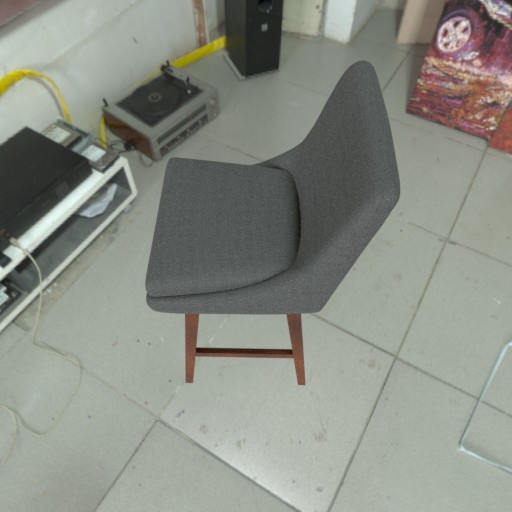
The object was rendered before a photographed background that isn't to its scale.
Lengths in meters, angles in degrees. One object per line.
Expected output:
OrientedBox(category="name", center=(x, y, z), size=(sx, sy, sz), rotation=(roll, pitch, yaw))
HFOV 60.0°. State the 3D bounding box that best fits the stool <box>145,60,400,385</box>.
OrientedBox(category="stool", center=(0.000, 0.000, 1.257), size=(0.524, 0.977, 0.447), rotation=(1, 56, 1))
